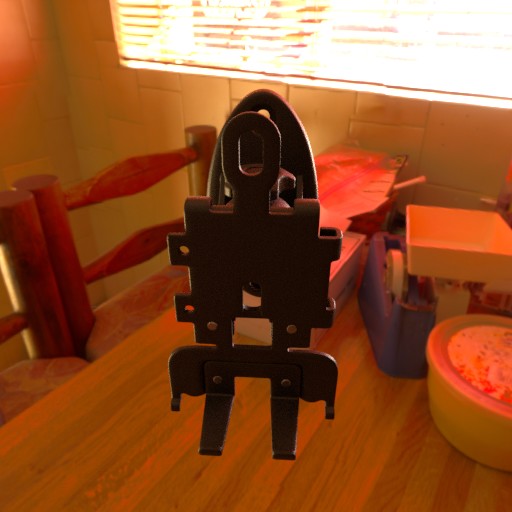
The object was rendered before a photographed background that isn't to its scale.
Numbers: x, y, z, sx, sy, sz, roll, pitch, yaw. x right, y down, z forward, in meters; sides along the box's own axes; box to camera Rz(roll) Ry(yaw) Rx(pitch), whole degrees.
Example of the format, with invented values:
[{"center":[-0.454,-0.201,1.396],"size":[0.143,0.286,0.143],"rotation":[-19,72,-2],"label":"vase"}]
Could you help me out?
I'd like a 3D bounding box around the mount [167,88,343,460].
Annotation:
[{"center":[0.000,0.000,0.173],"size":[0.066,0.118,0.100],"rotation":[2,30,3],"label":"mount"}]
